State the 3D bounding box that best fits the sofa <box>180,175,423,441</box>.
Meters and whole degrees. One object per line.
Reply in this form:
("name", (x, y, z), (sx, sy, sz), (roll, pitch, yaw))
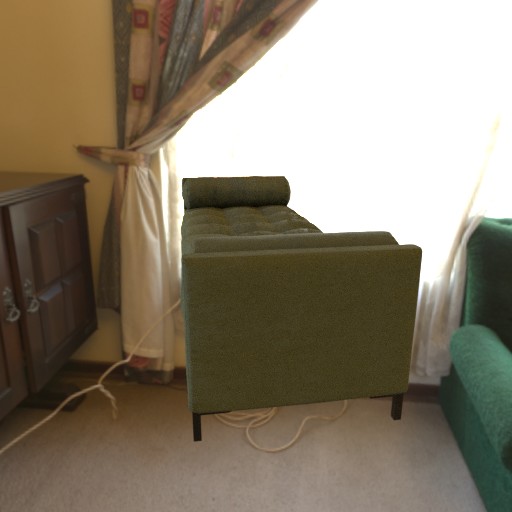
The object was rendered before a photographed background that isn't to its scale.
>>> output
("sofa", (0.000, 0.000, 2.439), (0.817, 0.681, 2.130), (-3, 17, -9))
